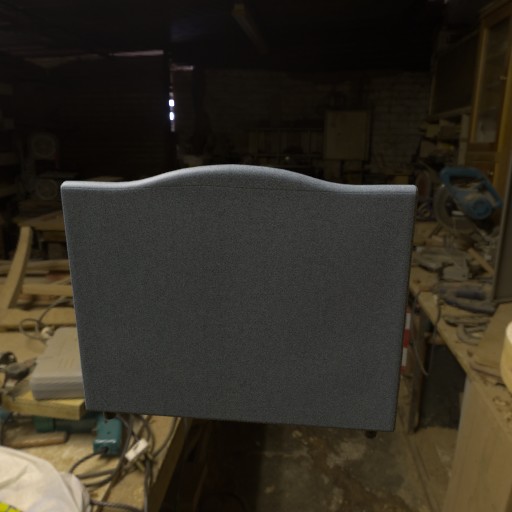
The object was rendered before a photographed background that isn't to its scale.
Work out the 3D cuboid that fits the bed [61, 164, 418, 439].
[{"bbox_3d":[0.000,0.000,3.300,1.753,1.460,2.143,2,15,6],"label":"bed"}]
